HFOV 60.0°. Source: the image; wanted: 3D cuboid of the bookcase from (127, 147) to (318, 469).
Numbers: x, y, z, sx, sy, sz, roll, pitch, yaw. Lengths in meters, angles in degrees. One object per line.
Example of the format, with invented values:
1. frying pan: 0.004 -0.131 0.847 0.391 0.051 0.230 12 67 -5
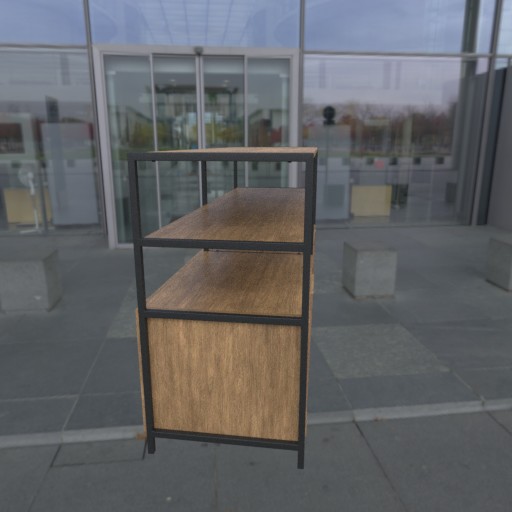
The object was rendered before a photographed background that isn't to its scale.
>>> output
1. bookcase: 0.000 0.000 1.511 0.391 0.712 1.149 2 15 8
